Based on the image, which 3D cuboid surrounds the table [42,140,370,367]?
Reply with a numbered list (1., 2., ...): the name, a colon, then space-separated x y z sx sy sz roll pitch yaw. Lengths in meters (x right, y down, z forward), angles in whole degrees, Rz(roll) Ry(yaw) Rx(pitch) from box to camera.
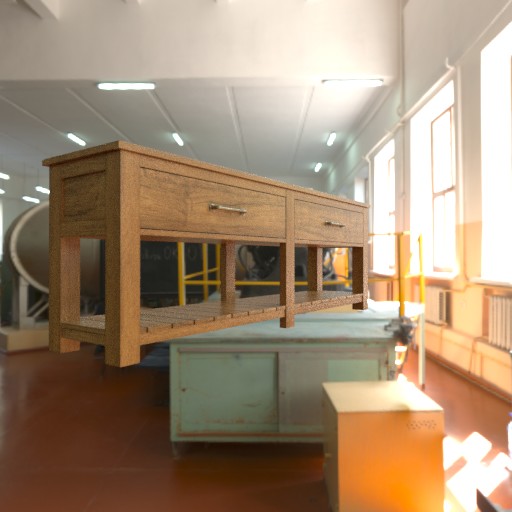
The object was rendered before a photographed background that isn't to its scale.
1. table: 0.000 0.000 2.072 0.425 0.635 1.815 0 0 36
